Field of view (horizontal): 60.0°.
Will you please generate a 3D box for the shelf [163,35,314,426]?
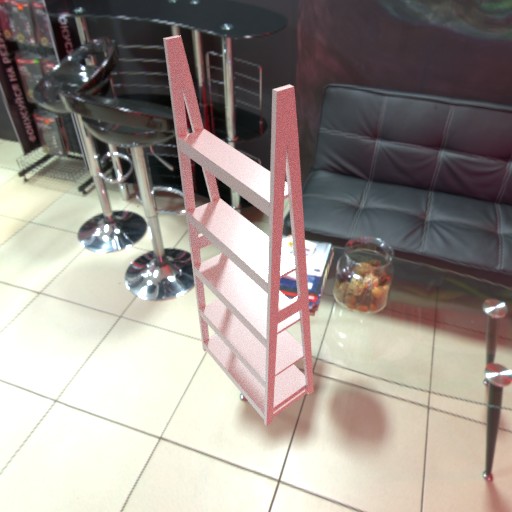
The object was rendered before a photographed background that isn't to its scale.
[{"bbox_3d":[0.000,0.000,2.036,0.341,1.779,0.636,-27,48,-27],"label":"shelf"}]
